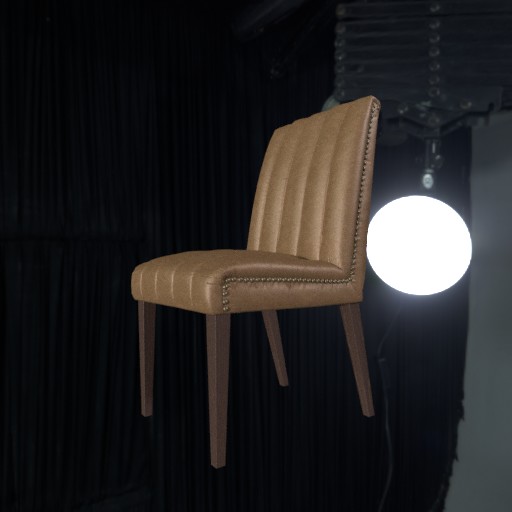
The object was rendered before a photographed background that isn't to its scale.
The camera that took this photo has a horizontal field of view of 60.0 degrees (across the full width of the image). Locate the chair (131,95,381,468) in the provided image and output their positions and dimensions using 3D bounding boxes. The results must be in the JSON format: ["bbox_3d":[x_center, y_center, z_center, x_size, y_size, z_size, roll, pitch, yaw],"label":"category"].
[{"bbox_3d":[0.000,0.000,1.403,0.647,1.016,0.511,0,0,-37],"label":"chair"}]
